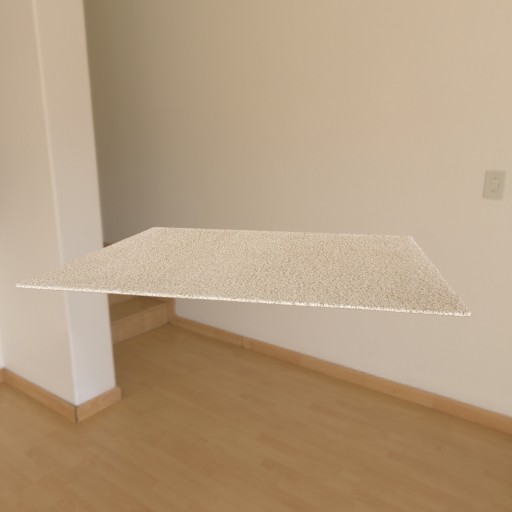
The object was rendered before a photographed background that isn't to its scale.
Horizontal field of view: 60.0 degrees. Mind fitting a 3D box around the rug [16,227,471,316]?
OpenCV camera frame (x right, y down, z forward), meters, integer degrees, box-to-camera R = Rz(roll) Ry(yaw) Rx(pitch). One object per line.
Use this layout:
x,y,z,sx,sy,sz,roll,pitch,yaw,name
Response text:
0.000,0.000,4.039,3.047,0.029,2.438,3,14,10,rug
